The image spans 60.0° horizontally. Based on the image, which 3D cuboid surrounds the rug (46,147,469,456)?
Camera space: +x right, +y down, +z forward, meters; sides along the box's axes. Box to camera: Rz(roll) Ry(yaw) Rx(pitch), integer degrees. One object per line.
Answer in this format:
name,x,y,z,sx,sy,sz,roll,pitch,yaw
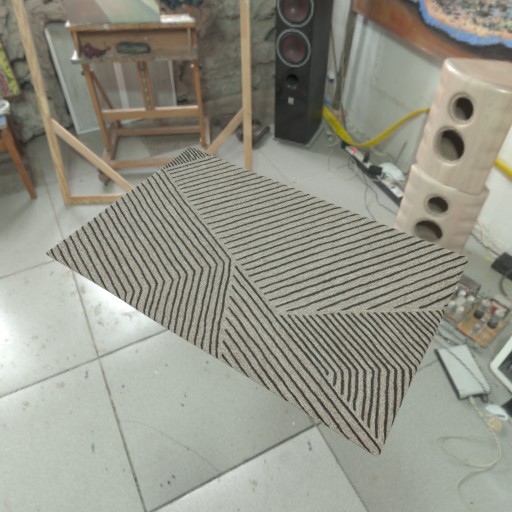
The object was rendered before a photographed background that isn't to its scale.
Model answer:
rug,0.000,0.000,2.980,2.406,0.023,1.539,26,52,22
